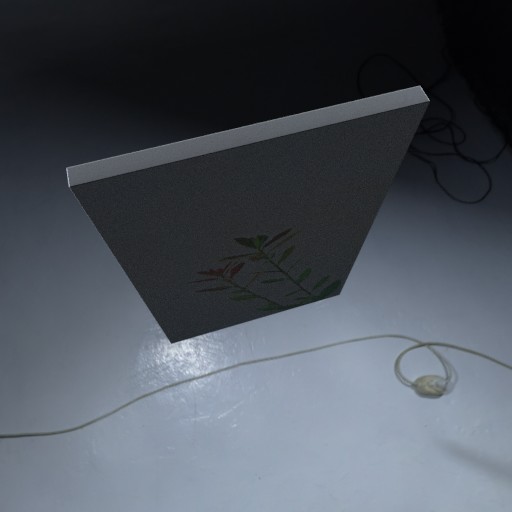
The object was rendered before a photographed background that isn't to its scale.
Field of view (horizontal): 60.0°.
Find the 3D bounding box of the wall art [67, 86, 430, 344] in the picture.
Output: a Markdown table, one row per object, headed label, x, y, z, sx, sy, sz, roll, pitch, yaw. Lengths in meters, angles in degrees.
| label | x | y | z | sx | sy | sz | roll | pitch | yaw |
| --- | --- | --- | --- | --- | --- | --- | --- | --- | --- |
| wall art | 0.000 | 0.000 | 1.139 | 0.612 | 0.915 | 0.039 | -15 | 65 | -7 |
